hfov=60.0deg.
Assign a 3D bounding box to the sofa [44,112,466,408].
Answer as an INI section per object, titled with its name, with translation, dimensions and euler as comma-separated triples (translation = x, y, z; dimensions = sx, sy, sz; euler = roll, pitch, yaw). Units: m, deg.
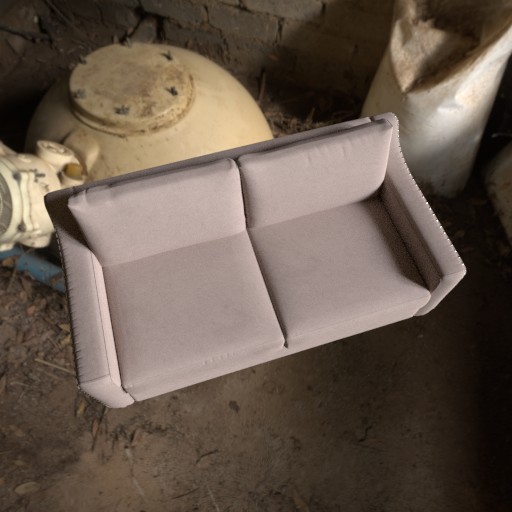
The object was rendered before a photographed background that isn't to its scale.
[sofa]
translation = 0.000, 0.000, 2.432
dimensions = 1.967, 0.901, 1.030
euler = -15, 63, -8
